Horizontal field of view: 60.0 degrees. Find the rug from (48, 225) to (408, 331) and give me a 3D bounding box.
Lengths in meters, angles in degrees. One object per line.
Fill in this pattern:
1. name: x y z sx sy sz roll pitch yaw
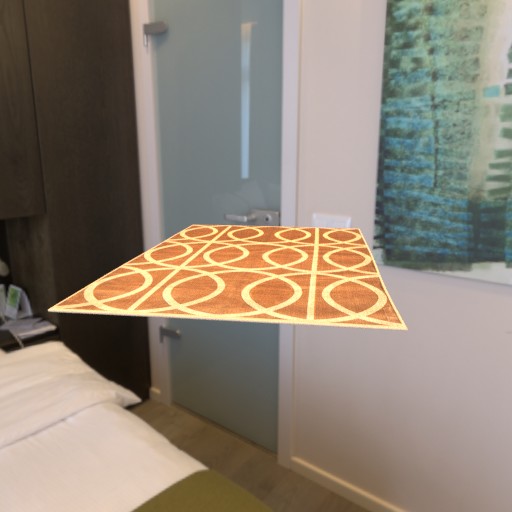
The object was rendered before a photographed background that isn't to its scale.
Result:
1. rug: 0.000 0.000 2.928 1.526 0.014 2.290 2 14 8
